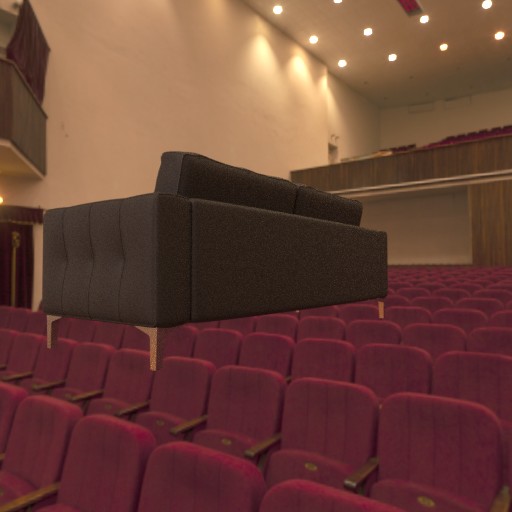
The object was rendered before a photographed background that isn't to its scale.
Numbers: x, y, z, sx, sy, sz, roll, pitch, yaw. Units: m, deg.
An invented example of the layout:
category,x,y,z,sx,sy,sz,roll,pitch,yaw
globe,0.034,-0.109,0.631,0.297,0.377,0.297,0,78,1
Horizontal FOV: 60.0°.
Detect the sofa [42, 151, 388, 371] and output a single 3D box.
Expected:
category,x,y,z,sx,sy,sz,roll,pitch,yaw
sofa,0.000,0.000,2.714,0.833,0.893,2.275,-1,-2,37
